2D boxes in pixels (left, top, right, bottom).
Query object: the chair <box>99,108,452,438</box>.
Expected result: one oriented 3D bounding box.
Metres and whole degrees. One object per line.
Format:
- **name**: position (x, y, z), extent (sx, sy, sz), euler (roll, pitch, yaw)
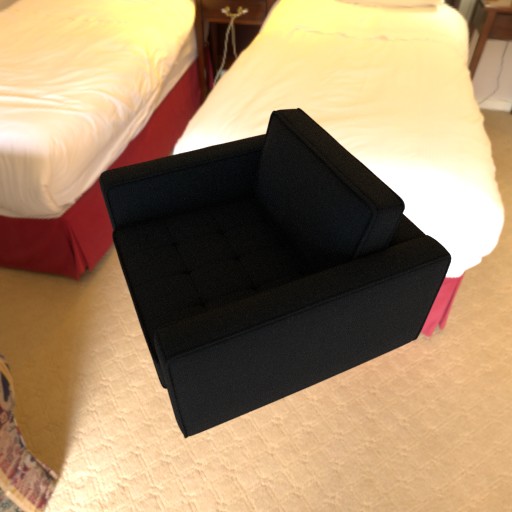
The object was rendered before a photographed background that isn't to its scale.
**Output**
- **chair**: position (0.000, 0.000, 1.615), extent (0.920, 0.770, 0.899), euler (-18, 47, -17)
